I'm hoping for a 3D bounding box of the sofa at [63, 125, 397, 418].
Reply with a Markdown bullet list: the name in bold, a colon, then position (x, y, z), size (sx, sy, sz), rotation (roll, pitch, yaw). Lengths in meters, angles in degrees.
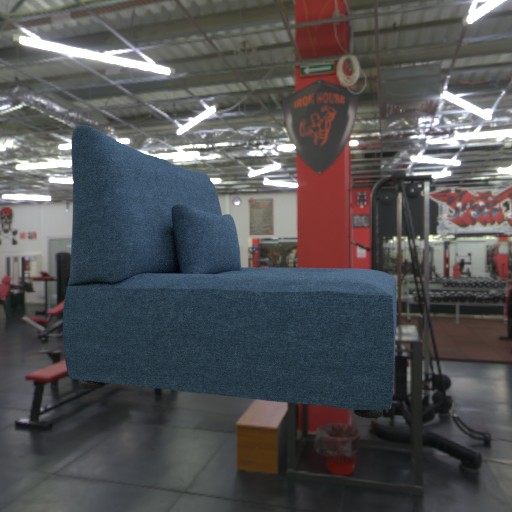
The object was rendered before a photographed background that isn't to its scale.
- **sofa**: position (0.000, 0.000, 1.663), size (1.000, 0.820, 0.930), rotation (0, 0, 18)
